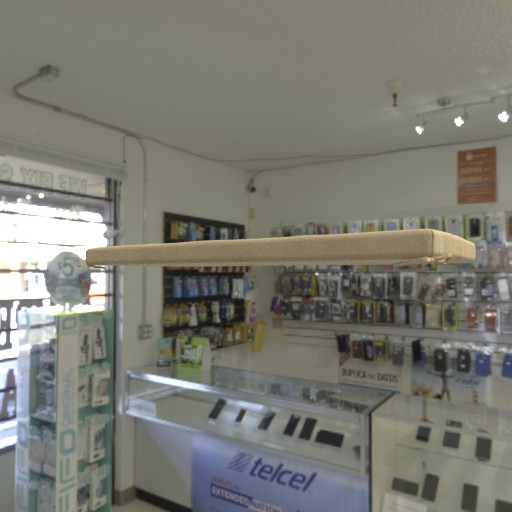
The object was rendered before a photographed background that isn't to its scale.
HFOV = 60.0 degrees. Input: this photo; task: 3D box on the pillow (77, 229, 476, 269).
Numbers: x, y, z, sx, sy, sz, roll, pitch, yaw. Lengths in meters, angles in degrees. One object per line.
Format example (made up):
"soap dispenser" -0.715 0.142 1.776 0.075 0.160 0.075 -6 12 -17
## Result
"pillow" 0.000 0.000 1.351 1.187 0.081 0.492 -2 -3 35
